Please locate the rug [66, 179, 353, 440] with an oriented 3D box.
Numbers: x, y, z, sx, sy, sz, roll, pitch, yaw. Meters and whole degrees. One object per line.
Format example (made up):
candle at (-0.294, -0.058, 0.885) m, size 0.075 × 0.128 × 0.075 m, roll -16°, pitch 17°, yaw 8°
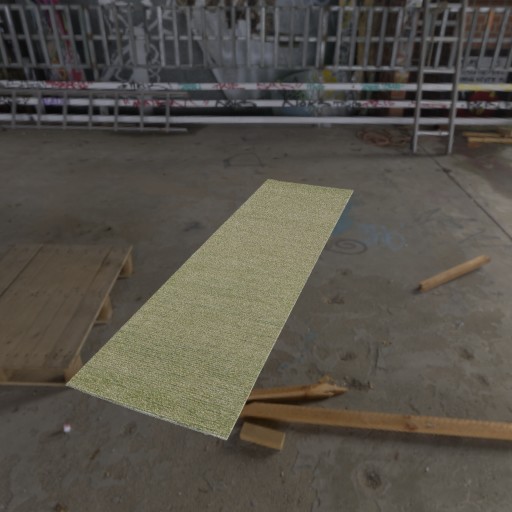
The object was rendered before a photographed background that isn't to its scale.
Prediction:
rug at (0.000, 0.000, 2.540) m, size 0.686 × 0.013 × 2.340 m, roll 11°, pitch 33°, yaw 18°
